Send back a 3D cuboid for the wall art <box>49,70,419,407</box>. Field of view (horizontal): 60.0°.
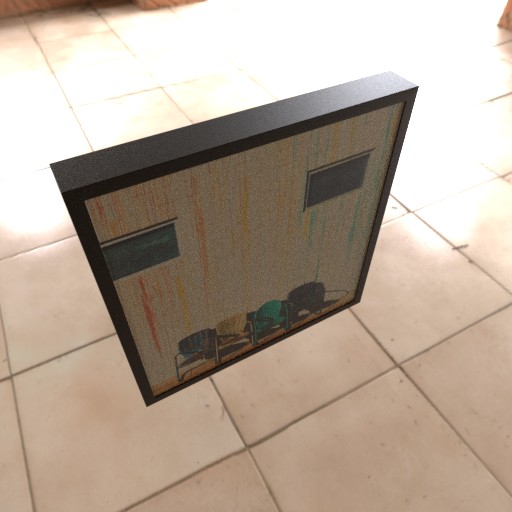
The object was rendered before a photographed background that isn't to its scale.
[{"bbox_3d":[0.000,0.000,0.452,0.304,0.304,0.038,-22,50,-20],"label":"wall art"}]
